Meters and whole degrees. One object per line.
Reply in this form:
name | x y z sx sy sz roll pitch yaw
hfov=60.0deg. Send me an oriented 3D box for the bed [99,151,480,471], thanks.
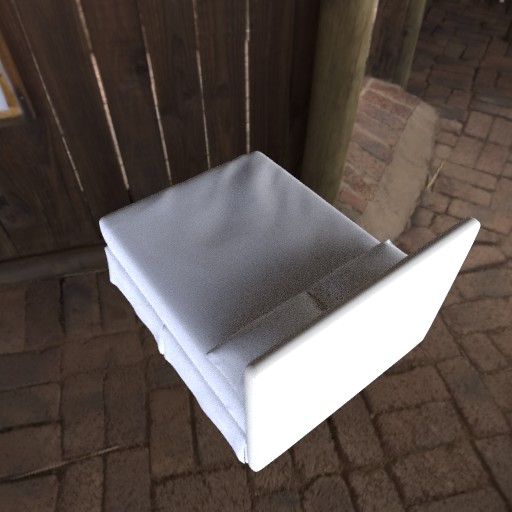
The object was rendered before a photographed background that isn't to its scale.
bed | 0.000 0.000 3.253 1.714 1.330 2.147 -29 54 -24
